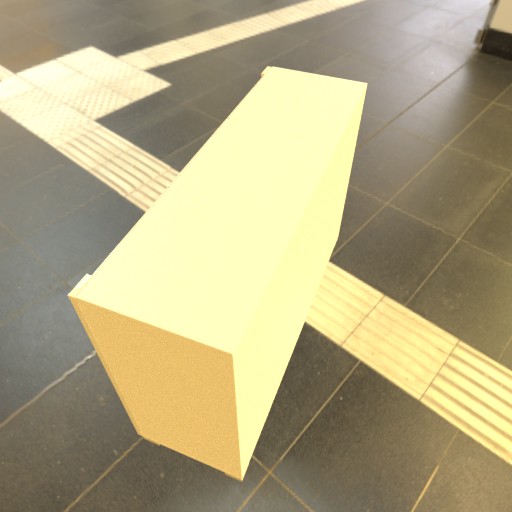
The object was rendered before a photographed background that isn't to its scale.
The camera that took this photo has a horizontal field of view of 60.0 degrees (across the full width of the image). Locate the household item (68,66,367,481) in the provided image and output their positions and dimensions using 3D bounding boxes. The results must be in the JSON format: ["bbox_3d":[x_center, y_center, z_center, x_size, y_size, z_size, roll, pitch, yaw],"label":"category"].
[{"bbox_3d":[0.000,0.000,1.704,0.420,0.867,1.300,16,49,15],"label":"household item"}]
